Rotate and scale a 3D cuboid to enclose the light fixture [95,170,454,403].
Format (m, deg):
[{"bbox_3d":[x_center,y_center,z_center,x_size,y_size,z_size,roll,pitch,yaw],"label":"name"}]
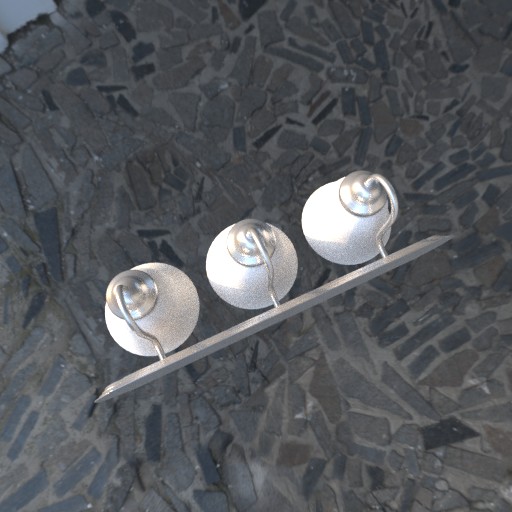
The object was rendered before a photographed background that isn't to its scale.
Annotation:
[{"bbox_3d":[0.000,0.000,0.687,0.610,0.222,0.199,-24,76,-6],"label":"light fixture"}]
